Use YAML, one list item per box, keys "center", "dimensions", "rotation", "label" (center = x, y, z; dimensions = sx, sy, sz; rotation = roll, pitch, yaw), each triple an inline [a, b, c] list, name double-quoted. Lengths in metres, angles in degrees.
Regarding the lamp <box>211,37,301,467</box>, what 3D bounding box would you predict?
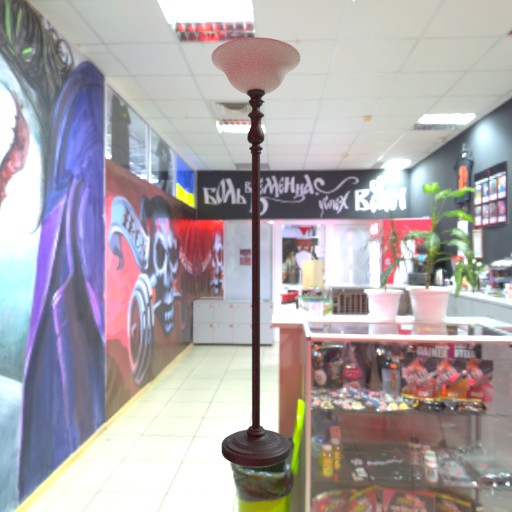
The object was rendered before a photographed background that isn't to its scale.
- center: [0.000, 0.000, 2.021]
  dimensions: [0.405, 1.797, 0.405]
  rotation: [0, 0, 36]
  label: "lamp"
